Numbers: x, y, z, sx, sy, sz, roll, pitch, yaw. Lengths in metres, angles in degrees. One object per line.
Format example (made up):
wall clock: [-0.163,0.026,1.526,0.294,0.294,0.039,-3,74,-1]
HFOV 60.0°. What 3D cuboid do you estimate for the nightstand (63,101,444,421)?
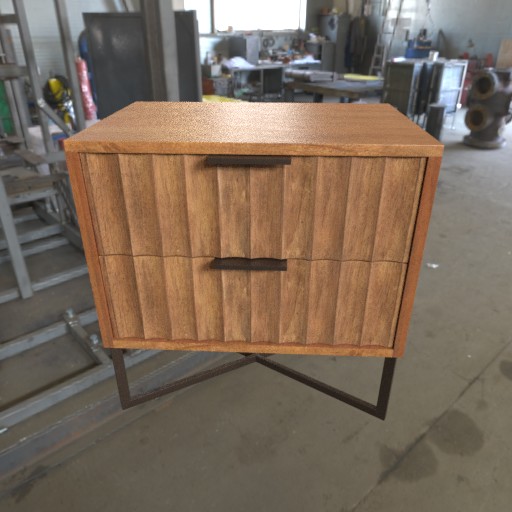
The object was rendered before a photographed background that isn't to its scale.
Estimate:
nightstand: [0.000,0.000,1.027,0.613,0.615,0.427,1,28,3]
